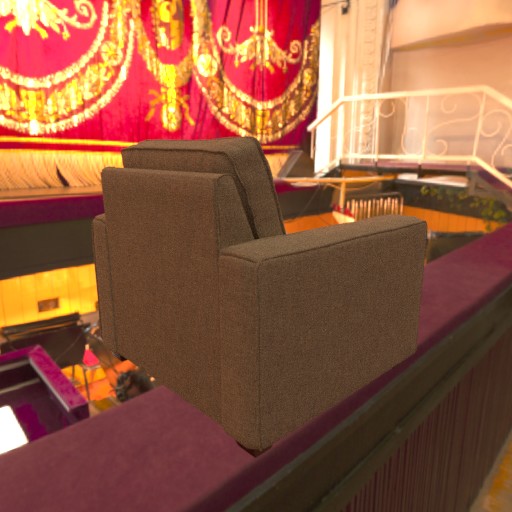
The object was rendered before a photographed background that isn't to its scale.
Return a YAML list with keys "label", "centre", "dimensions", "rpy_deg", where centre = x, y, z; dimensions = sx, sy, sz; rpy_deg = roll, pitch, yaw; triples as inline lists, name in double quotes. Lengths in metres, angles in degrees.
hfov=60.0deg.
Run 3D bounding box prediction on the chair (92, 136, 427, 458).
- label: "chair"
  centre: [0.000, 0.000, 1.785]
  dimensions: [0.940, 0.914, 1.016]
  rpy_deg: [-13, 19, -42]
